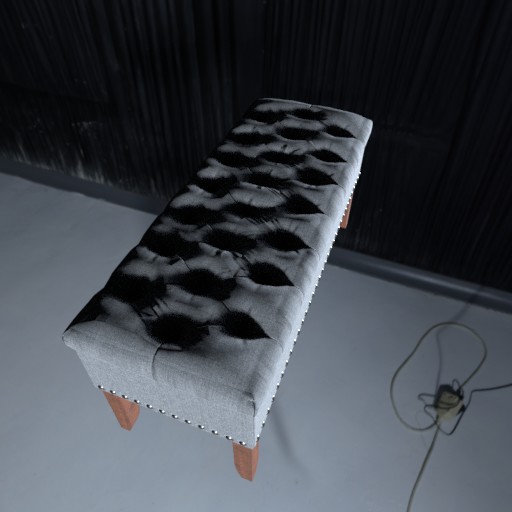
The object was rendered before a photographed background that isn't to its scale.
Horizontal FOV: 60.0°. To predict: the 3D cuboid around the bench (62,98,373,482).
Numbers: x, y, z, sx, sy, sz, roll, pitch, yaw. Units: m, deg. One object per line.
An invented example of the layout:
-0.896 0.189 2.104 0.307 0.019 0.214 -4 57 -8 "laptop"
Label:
0.000 0.000 1.288 0.417 0.470 1.052 16 48 15 "bench"
